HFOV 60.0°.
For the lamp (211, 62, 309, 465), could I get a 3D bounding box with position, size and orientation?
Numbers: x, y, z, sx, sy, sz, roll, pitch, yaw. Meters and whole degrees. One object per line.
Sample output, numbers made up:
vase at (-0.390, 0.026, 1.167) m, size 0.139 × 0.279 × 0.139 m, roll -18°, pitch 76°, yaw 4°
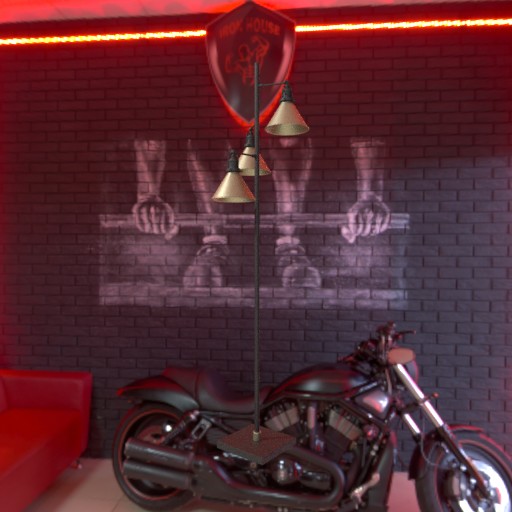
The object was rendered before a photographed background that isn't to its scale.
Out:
lamp at (0.000, 0.000, 1.961) m, size 0.428 × 1.716 × 0.415 m, roll 1°, pitch 1°, yaw 38°
